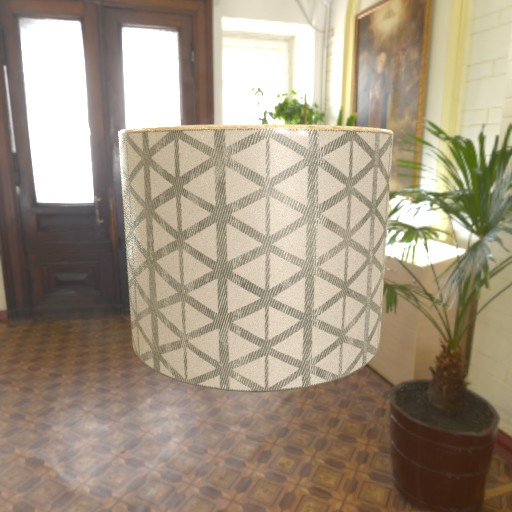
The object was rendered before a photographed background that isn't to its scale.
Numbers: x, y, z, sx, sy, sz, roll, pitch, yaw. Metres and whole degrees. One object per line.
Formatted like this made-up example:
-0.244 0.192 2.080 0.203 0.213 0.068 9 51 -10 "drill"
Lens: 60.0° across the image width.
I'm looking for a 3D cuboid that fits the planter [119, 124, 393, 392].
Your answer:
0.000 0.000 0.447 0.250 0.239 0.250 0 13 0 "planter"
